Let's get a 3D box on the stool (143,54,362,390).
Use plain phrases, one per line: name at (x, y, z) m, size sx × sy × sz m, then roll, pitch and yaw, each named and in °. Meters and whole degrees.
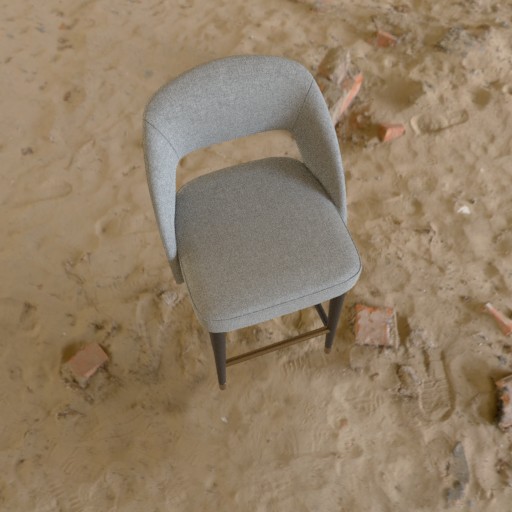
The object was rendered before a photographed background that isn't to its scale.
stool at (0.000, 0.000, 1.345) m, size 0.494 × 1.037 × 0.509 m, roll -17°, pitch 65°, yaw -8°
